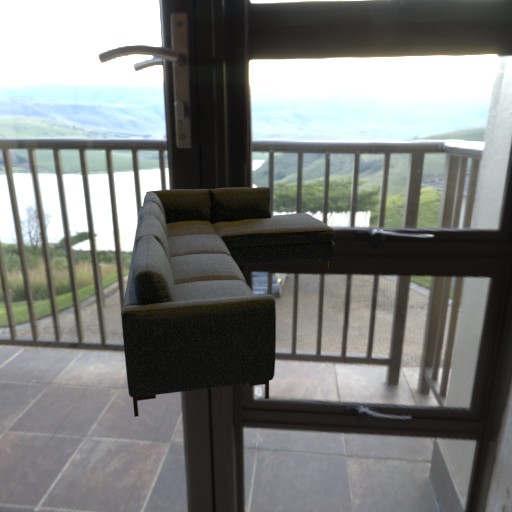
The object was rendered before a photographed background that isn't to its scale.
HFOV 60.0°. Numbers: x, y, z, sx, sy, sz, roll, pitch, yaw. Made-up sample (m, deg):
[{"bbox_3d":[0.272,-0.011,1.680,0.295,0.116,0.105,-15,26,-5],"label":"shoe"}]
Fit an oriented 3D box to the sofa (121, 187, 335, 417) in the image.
[{"bbox_3d":[0.000,0.000,3.793,2.007,0.815,2.949,-4,17,-12],"label":"sofa"}]
